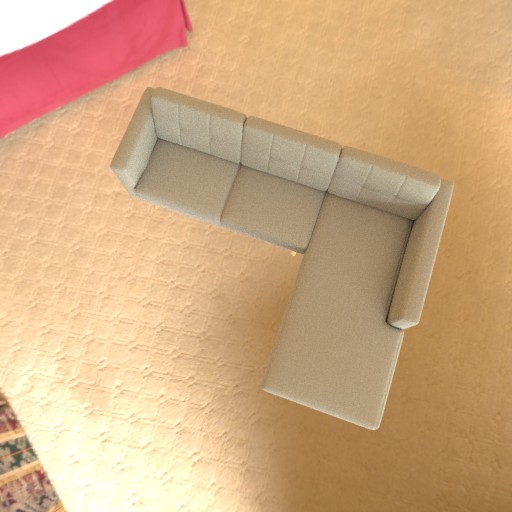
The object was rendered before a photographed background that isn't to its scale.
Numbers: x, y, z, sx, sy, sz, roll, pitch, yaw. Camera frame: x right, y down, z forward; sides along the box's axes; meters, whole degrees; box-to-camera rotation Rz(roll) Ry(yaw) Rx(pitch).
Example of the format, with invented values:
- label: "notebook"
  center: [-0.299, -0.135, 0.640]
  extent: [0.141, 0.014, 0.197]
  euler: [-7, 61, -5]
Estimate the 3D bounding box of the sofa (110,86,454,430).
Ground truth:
- label: "sofa"
  center: [0.000, 0.000, 2.838]
  extent: [2.040, 0.860, 1.530]
  euler: [19, 77, 5]
